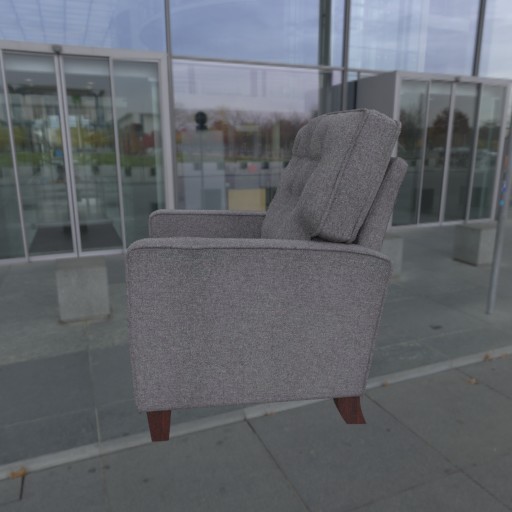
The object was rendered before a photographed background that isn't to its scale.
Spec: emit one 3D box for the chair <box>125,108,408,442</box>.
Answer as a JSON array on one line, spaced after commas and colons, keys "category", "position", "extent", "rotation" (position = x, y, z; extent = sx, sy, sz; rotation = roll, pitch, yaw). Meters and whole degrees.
[{"category": "chair", "position": [0.000, 0.000, 1.435], "extent": [0.775, 0.889, 0.650], "rotation": [-2, 14, -7]}]
